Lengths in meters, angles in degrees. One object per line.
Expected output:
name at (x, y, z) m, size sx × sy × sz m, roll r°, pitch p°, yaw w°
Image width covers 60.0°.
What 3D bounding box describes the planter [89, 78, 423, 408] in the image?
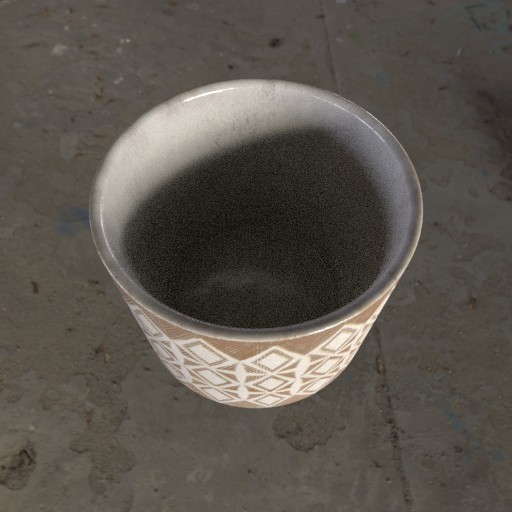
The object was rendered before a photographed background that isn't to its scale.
planter at (0.000, 0.000, 0.331) m, size 0.193 × 0.165 × 0.193 m, roll 0°, pitch 59°, yaw 0°
